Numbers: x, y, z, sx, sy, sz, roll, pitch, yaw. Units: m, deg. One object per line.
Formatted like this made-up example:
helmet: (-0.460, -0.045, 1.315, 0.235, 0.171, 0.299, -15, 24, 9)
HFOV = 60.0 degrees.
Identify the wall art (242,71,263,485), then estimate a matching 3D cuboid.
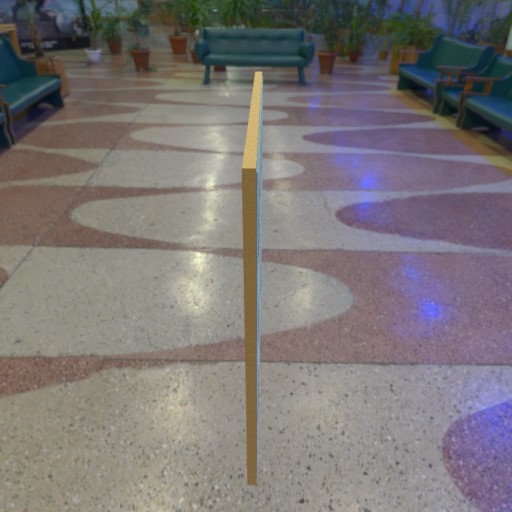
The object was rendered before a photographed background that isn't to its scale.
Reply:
wall art: (0.000, 0.000, 0.681, 0.013, 0.455, 0.457, 1, 32, 1)
